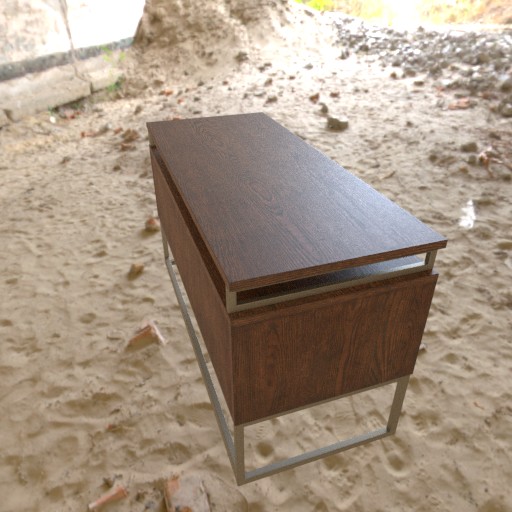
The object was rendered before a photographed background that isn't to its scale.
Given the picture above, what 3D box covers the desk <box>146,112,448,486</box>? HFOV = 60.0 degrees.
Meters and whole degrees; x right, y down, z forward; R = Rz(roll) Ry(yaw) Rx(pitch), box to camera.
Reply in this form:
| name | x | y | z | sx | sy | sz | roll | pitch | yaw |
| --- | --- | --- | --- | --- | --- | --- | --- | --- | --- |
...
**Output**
| name | x | y | z | sx | sy | sz | roll | pitch | yaw |
| --- | --- | --- | --- | --- | --- | --- | --- | --- | --- |
| desk | 0.000 | 0.000 | 1.819 | 0.610 | 0.792 | 1.384 | -10 | 33 | -16 |
